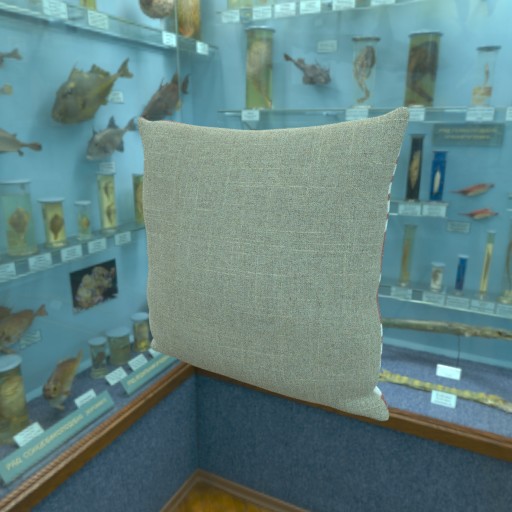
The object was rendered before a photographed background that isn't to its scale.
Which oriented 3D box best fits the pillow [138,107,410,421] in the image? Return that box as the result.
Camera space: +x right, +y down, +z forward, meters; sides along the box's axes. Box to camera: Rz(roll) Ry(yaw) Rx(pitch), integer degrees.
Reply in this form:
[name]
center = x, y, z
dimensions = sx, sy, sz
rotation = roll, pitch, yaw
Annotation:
[pillow]
center = 0.000, 0.000, 0.681
dimensions = 0.439, 0.427, 0.182
rotation = 9, 18, 28
